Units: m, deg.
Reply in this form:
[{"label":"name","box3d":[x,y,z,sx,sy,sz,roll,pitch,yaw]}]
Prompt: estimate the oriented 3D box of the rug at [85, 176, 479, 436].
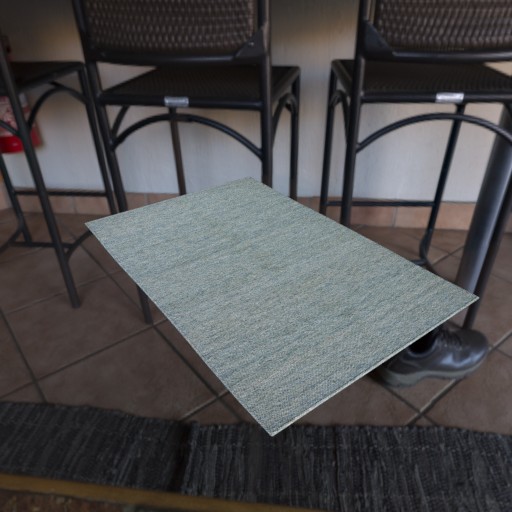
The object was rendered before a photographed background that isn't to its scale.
[{"label":"rug","box3d":[0.000,0.000,2.965,1.547,0.013,2.283,-22,38,-30]}]
